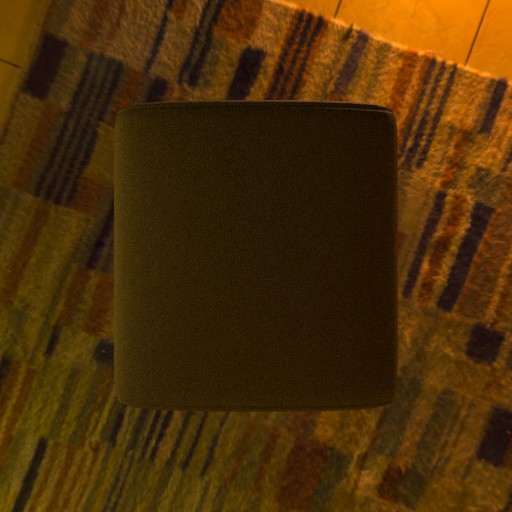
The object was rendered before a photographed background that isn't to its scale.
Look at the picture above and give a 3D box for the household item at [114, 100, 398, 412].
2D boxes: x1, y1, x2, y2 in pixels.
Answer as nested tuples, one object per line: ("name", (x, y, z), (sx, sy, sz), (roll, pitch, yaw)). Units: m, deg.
("household item", (0.000, 0.000, 0.901), (0.530, 0.410, 0.530), (0, 90, 0))
